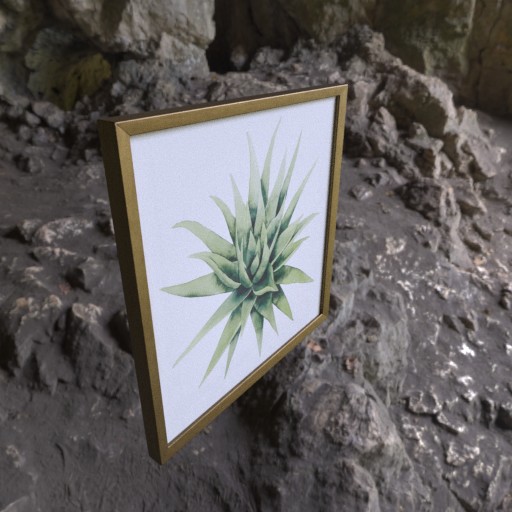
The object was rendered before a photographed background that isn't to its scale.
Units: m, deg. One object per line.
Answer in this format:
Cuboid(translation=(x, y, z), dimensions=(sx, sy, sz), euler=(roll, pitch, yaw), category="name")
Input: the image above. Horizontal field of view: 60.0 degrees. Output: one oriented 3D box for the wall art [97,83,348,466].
Cuboid(translation=(0.000, 0.000, 0.744), dimensions=(0.030, 0.506, 0.503), euler=(19, 32, 33), category="wall art")
